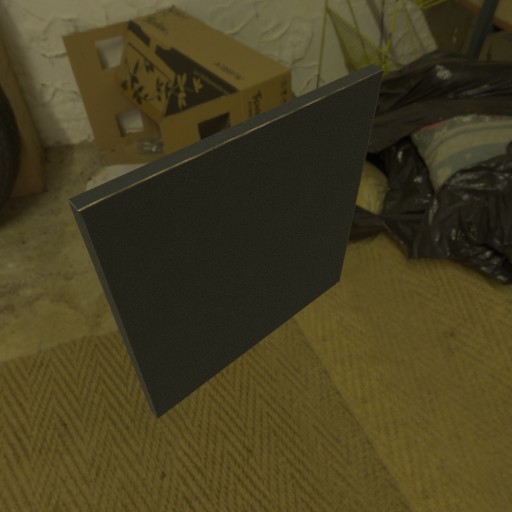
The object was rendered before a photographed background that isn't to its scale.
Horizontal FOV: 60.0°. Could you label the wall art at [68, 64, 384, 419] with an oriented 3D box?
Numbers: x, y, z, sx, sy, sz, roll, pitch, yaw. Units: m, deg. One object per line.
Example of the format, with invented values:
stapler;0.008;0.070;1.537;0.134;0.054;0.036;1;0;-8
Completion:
wall art;0.000;0.000;0.455;0.304;0.303;0.015;-32;54;-27
